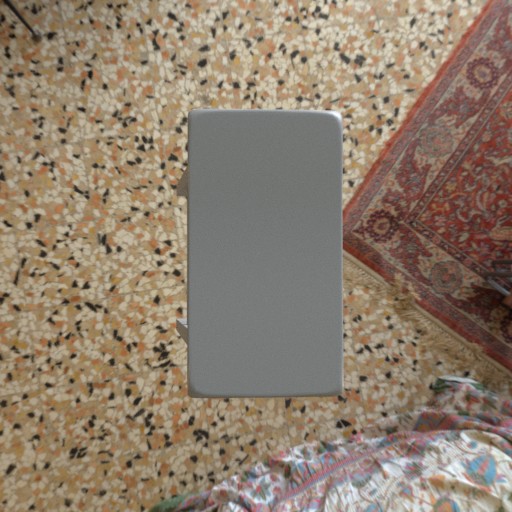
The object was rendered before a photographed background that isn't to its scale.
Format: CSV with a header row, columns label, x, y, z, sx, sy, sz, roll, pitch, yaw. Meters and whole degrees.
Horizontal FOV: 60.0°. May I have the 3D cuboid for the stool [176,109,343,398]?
label,x,y,z,sx,sy,sz,roll,pitch,yaw
stool,0.000,0.000,1.047,0.476,0.737,0.457,0,89,-2
